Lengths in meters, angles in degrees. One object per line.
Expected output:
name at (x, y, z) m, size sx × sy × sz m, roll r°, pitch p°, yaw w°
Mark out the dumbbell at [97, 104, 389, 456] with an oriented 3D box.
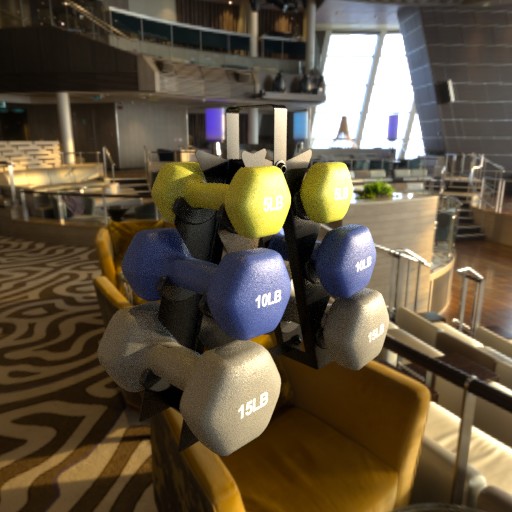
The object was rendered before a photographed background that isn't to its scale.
dumbbell at (0.000, 0.000, 0.664) m, size 0.261 × 0.426 × 0.416 m, roll 14°, pitch 20°, yaw 42°
